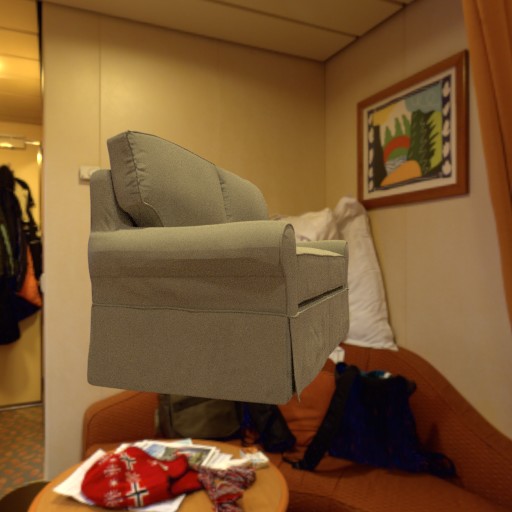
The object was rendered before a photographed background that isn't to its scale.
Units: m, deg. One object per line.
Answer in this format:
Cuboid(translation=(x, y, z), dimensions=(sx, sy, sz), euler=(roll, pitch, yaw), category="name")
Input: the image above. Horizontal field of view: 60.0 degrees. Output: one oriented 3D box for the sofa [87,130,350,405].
Cuboid(translation=(0.000, 0.000, 2.387), dimensions=(0.841, 1.024, 1.823), euler=(0, -1, 18), category="sofa")
